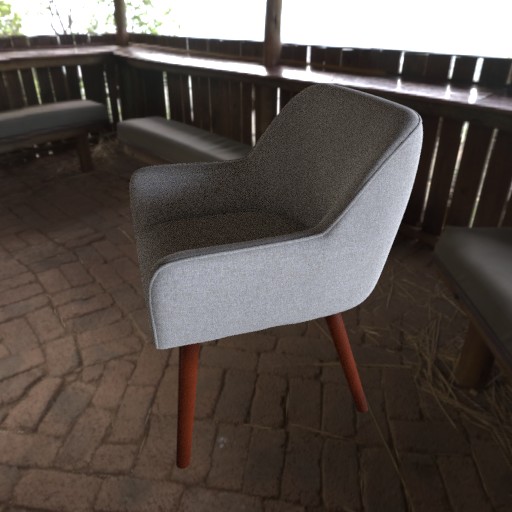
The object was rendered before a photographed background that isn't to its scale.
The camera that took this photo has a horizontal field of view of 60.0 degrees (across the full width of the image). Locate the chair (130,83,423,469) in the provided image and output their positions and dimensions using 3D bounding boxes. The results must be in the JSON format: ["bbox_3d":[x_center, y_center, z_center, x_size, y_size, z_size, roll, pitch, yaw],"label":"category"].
[{"bbox_3d":[0.000,0.000,1.200,0.610,0.813,0.610,-9,30,-15],"label":"chair"}]
